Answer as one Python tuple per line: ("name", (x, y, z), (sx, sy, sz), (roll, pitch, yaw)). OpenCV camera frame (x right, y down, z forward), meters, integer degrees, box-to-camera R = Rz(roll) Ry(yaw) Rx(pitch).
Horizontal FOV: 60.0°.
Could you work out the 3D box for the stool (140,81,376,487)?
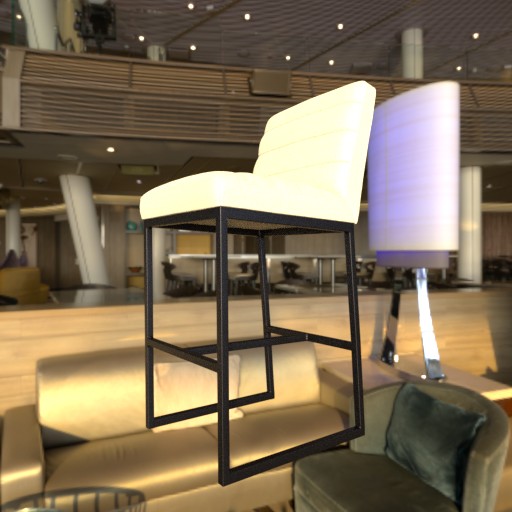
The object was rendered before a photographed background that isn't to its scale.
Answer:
("stool", (0.000, 0.000, 1.323), (0.560, 1.040, 0.460), (0, 0, -37))
